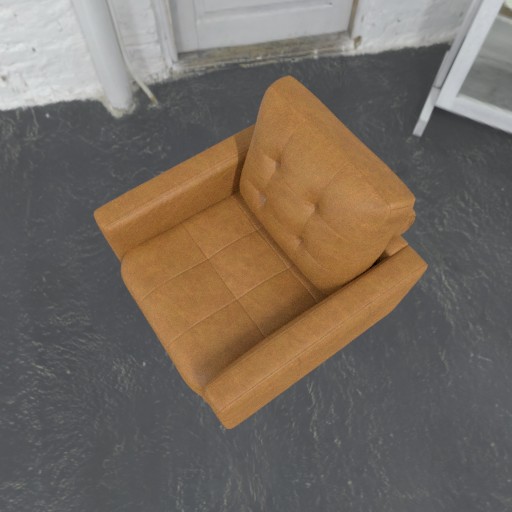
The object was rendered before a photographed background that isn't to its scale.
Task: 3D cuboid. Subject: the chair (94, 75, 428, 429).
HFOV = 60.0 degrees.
[{"bbox_3d":[0.000,0.000,1.573,0.868,0.896,0.831,-32,68,-15],"label":"chair"}]
